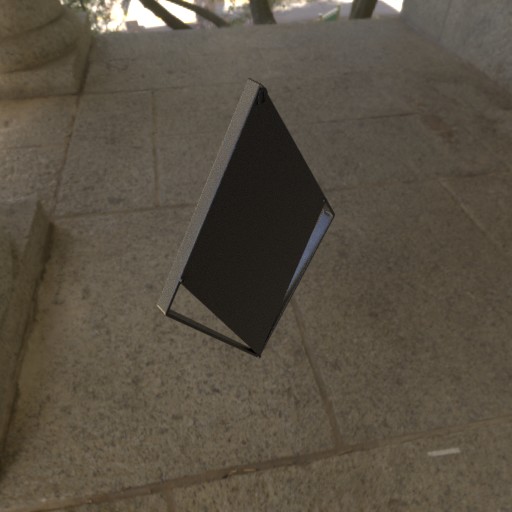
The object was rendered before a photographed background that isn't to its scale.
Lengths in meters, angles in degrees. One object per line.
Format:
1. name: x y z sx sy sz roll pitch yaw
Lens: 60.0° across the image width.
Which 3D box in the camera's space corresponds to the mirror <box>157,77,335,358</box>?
1. mirror: 0.000 0.000 0.853 0.419 0.679 0.032 -30 52 -27
